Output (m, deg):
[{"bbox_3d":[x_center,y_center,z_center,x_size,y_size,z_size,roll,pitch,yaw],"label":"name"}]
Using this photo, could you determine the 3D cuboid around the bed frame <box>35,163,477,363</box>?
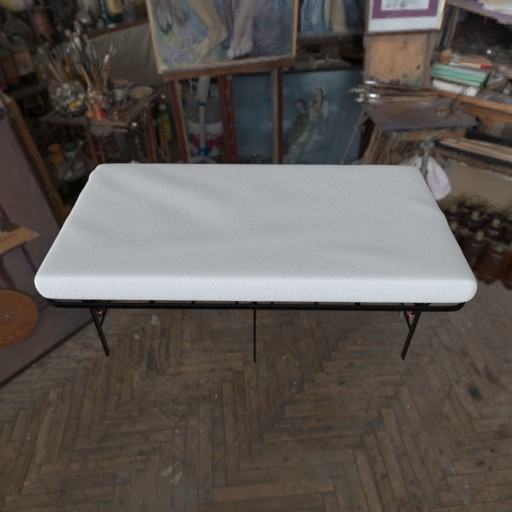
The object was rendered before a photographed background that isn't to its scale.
[{"bbox_3d":[0.000,0.000,2.395,1.903,0.619,0.989,1,41,1],"label":"bed frame"}]
